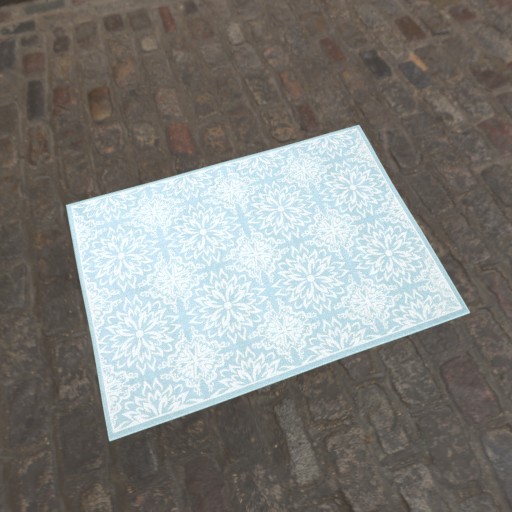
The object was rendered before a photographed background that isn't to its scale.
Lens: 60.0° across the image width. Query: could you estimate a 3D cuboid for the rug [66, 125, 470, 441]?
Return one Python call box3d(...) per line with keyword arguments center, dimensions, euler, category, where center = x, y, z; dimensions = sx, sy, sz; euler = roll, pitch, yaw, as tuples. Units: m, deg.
box3d(center=(0.000, 0.000, 2.861), dimensions=(2.205, 0.014, 1.589), euler=(-17, 65, -8), category="rug")
